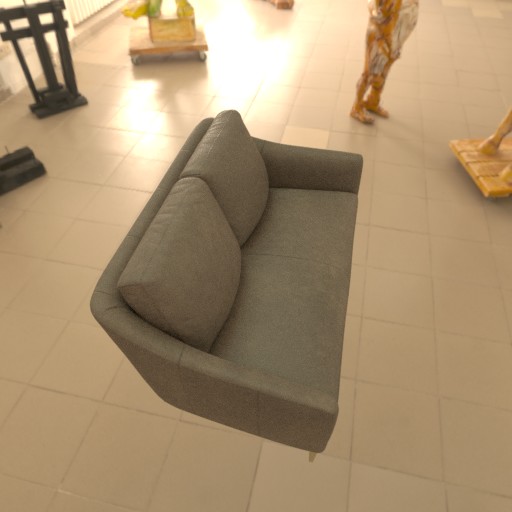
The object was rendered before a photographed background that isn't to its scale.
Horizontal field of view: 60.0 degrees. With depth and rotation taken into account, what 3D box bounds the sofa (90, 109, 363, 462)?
[{"bbox_3d":[0.000,0.000,2.217,0.960,0.902,1.619,9,46,9],"label":"sofa"}]
